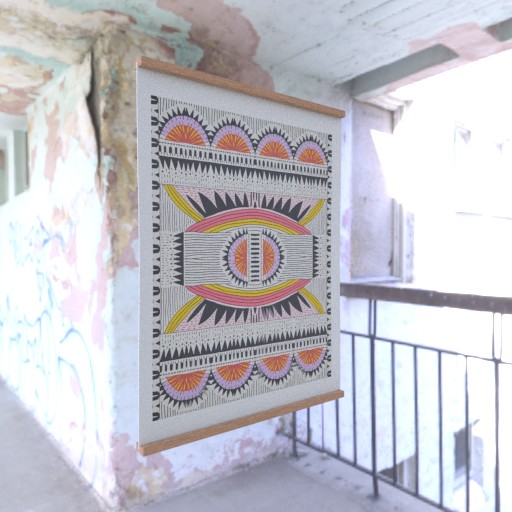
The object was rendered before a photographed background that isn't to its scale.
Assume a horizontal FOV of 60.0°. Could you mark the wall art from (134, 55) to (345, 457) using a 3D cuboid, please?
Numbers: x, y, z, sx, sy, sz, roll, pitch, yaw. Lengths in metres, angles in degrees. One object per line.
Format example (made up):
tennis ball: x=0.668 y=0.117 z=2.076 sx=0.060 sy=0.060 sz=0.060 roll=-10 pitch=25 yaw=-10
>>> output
wall art: x=0.000 y=0.000 z=0.820 sx=0.456 sy=0.609 sz=0.028 roll=-1 pitch=1 yaw=-37
